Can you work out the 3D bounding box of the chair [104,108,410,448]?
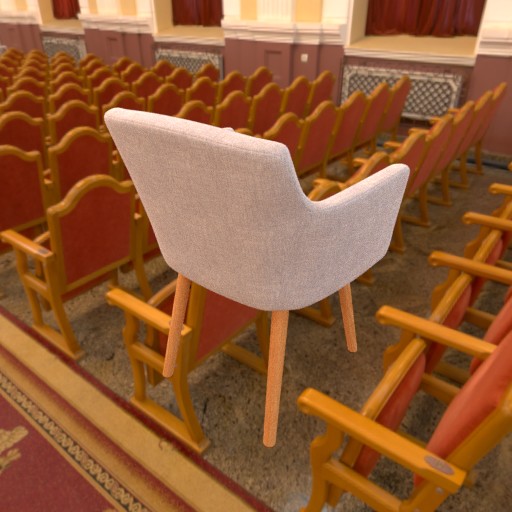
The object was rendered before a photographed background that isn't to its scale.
[{"bbox_3d":[0.000,0.000,1.145,0.570,0.780,0.540,22,37,33],"label":"chair"}]
